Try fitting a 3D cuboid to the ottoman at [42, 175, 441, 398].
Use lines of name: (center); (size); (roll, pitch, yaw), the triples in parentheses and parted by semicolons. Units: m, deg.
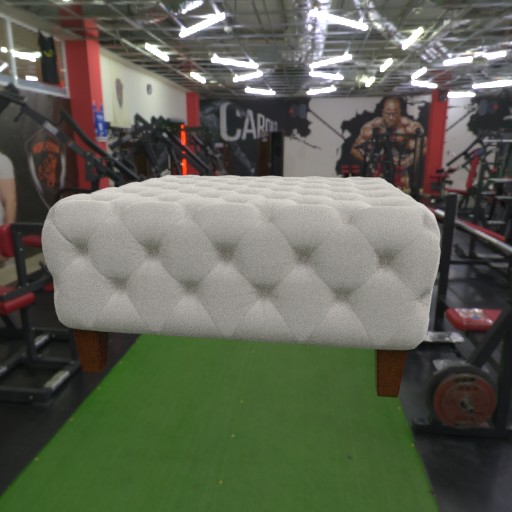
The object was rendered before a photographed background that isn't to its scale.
ottoman: (0.000, 0.000, 1.171); (0.755, 0.376, 0.753); (2, 15, 8)
